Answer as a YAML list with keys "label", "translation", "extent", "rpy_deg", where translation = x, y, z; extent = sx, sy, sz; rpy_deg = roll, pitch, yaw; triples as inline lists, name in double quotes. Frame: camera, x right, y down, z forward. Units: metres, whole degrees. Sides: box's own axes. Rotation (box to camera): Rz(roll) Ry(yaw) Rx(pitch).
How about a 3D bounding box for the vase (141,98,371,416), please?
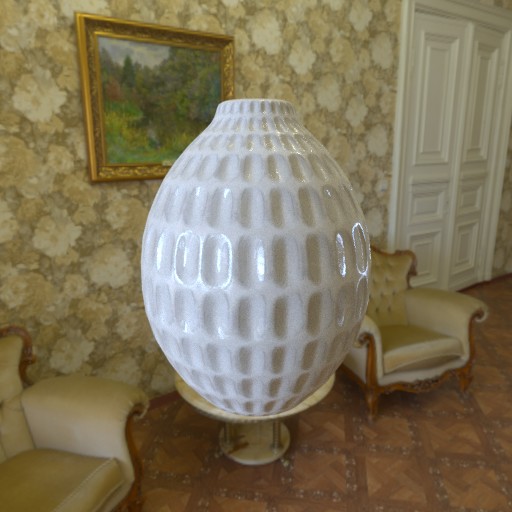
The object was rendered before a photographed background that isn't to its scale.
- label: "vase"
  translation: [0.000, 0.000, 0.253]
  extent: [0.128, 0.167, 0.128]
  rpy_deg: [0, 14, 0]
